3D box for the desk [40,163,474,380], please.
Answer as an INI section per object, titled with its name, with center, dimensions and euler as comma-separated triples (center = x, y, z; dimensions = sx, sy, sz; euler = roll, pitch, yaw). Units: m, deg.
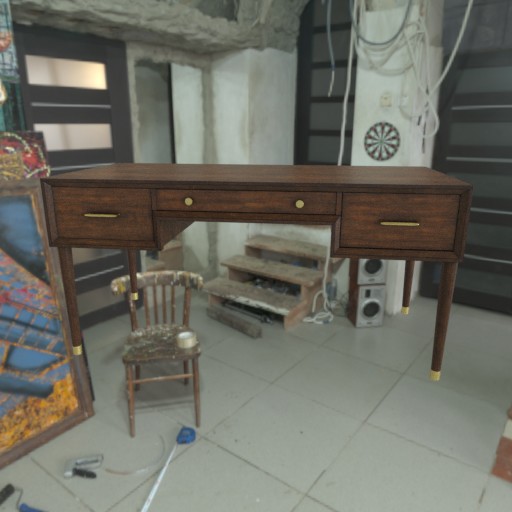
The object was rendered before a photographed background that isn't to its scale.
[desk]
center = 0.000, 0.000, 2.032
dimensions = 1.575, 0.762, 0.724
euler = 2, 17, 7
